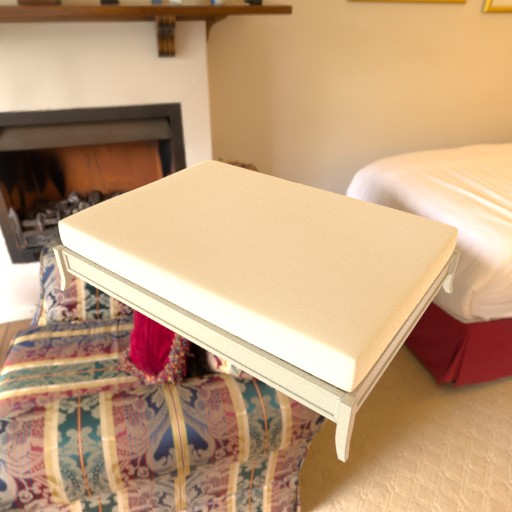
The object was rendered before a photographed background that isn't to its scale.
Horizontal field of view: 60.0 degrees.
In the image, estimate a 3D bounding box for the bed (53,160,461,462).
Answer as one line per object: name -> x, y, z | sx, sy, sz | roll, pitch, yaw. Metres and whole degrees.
bed -> 0.000, 0.000, 2.653 | 1.985, 0.510, 1.460 | 21, 37, 31
